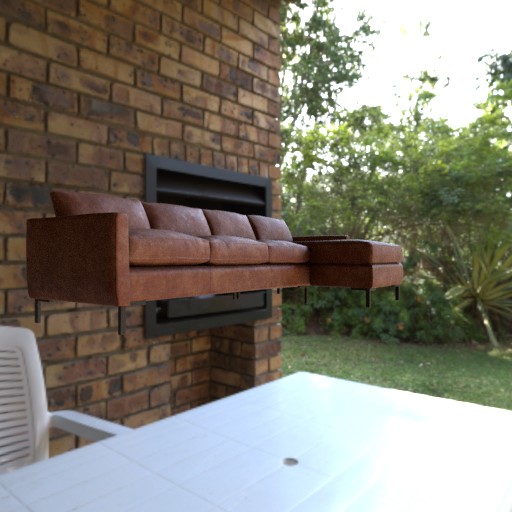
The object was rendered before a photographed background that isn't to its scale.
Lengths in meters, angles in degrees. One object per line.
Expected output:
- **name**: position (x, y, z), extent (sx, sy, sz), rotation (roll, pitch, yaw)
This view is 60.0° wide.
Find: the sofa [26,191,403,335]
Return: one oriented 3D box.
- **sofa**: position (0.000, 0.000, 3.575), extent (1.471, 0.859, 2.993), rotation (0, 0, 35)
